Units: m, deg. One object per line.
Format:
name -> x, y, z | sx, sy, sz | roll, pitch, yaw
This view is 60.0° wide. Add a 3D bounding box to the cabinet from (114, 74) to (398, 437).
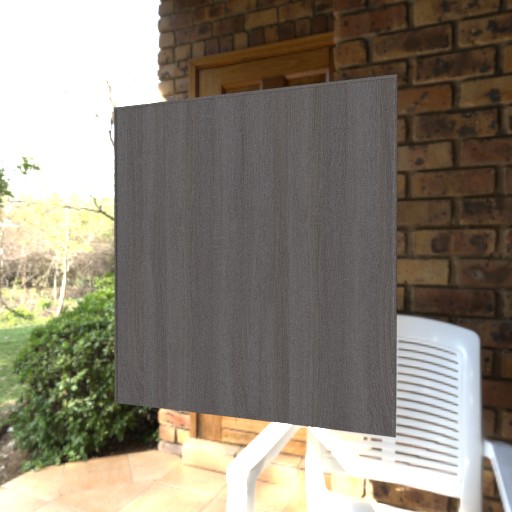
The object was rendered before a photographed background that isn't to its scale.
cabinet -> 0.000, 0.000, 3.089 | 1.870, 2.060, 0.620 | 0, 1, 18
